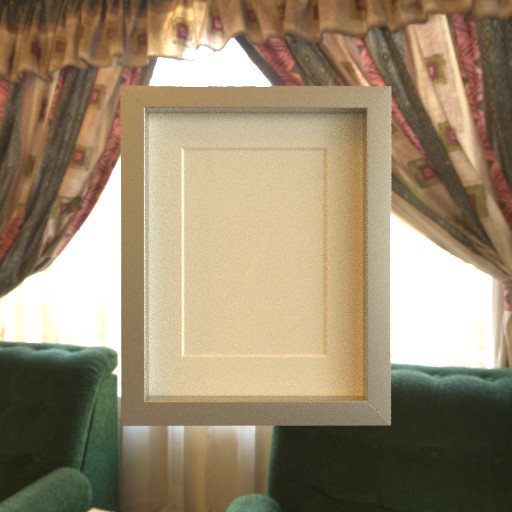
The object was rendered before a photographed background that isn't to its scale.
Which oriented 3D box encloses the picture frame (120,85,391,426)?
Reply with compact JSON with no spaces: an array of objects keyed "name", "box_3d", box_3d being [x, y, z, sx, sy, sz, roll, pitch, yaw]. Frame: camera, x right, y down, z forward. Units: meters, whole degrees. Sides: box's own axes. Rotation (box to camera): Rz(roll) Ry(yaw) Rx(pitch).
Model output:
[{"name":"picture frame","box_3d":[0.000,0.000,0.521,0.307,0.386,0.036,0,0,0]}]
